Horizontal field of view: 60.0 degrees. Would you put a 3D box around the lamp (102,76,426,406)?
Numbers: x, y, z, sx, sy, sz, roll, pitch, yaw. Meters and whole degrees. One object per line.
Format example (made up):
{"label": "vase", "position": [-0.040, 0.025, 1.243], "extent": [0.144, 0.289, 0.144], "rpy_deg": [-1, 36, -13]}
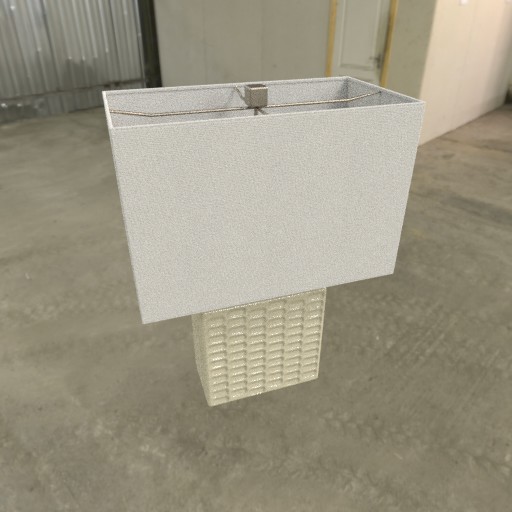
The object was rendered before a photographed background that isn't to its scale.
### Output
{"label": "lamp", "position": [0.000, 0.000, 0.706], "extent": [0.380, 0.515, 0.200], "rpy_deg": [-10, 33, -16]}
